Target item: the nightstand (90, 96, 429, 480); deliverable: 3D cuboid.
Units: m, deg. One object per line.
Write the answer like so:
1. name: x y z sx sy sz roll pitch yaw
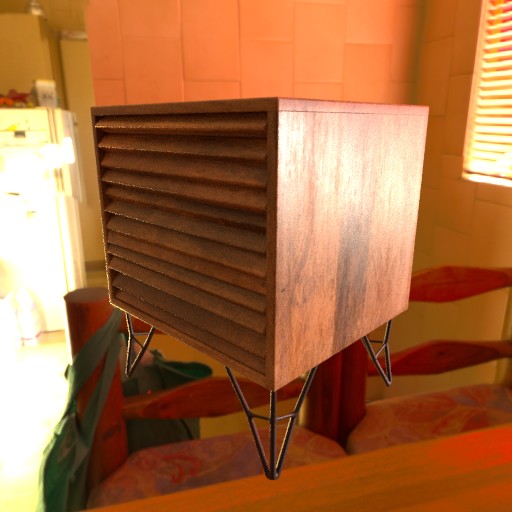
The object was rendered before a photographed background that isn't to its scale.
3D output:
1. nightstand: 0.000 0.000 0.872 0.457 0.559 0.406 16 23 42
